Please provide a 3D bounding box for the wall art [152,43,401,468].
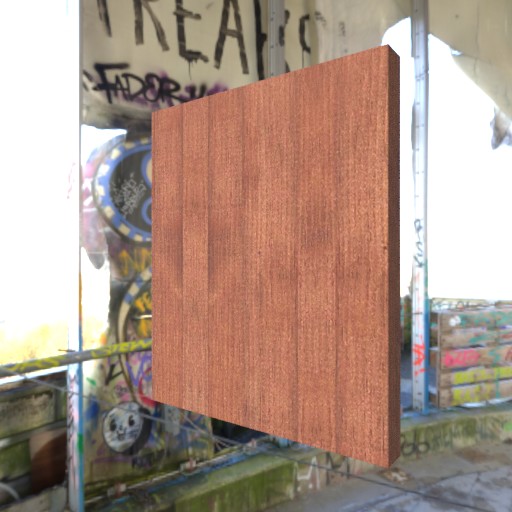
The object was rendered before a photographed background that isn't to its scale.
[{"bbox_3d":[0.000,0.000,0.597,0.377,0.449,0.039,0,0,37],"label":"wall art"}]
